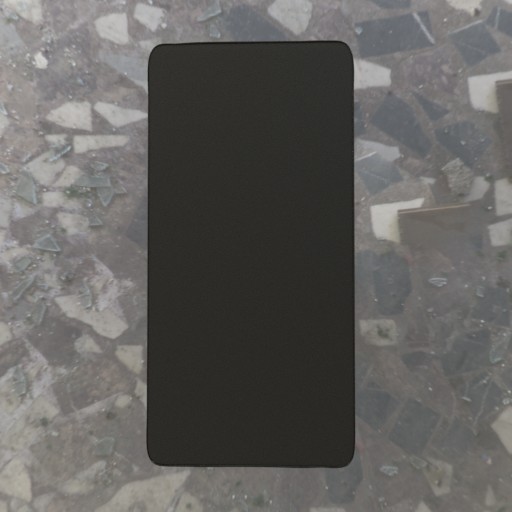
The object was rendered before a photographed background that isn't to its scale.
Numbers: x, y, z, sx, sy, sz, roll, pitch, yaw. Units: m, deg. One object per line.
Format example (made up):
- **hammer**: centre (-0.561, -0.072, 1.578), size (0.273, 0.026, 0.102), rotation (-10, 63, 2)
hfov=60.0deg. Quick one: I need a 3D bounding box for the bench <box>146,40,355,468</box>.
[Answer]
- **bench**: centre (0.000, 0.000, 0.901), size (0.300, 0.561, 0.600), rotation (0, 89, 2)
